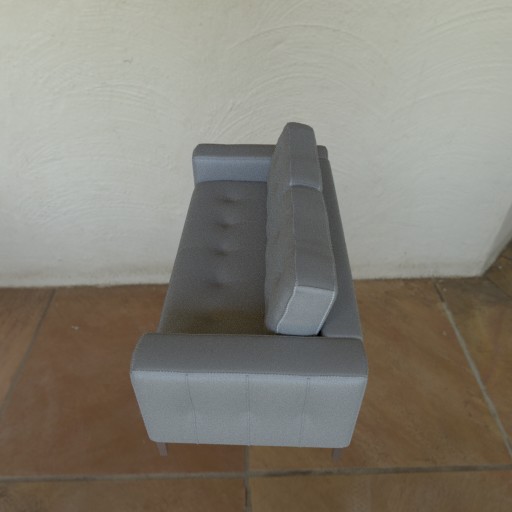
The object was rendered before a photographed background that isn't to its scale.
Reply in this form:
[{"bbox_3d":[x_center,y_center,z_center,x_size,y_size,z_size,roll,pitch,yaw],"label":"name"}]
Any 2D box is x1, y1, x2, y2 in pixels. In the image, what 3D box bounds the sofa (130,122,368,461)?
[{"bbox_3d":[0.000,0.000,2.245,0.833,0.893,1.726,1,41,1],"label":"sofa"}]
